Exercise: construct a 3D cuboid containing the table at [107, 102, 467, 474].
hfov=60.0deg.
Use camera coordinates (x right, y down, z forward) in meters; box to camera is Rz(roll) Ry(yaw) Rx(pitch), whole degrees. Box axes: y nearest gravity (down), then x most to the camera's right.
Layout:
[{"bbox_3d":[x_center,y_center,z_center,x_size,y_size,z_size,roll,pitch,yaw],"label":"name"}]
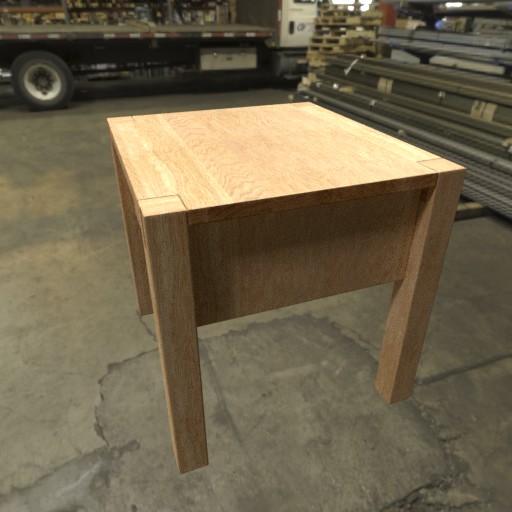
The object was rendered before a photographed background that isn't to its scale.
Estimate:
[{"bbox_3d":[0.000,0.000,0.847,0.440,0.450,0.480,-11,32,-18],"label":"table"}]
